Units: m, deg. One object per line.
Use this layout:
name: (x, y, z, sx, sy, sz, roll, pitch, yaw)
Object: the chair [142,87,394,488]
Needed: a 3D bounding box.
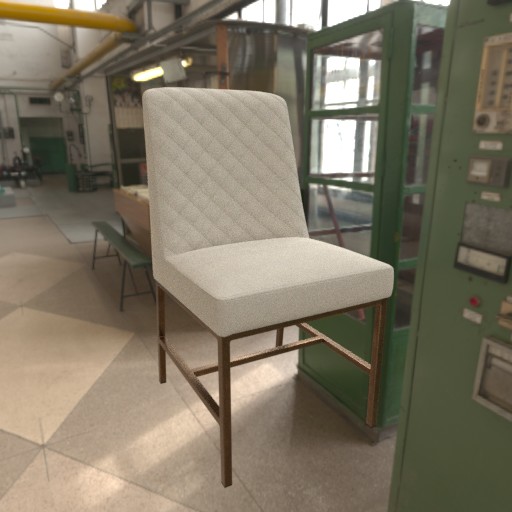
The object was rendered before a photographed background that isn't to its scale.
chair: (0.000, 0.000, 1.264, 0.503, 0.933, 0.597, -8, 18, -27)
